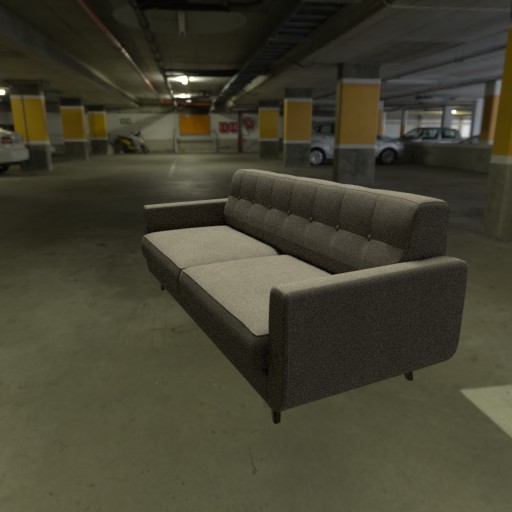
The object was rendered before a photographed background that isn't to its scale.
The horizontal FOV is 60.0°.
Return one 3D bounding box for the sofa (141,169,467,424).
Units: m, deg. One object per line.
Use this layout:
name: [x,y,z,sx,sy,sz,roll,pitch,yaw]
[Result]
sofa: [0.000,0.000,2.488,0.909,0.841,2.029,-8,17,-25]
